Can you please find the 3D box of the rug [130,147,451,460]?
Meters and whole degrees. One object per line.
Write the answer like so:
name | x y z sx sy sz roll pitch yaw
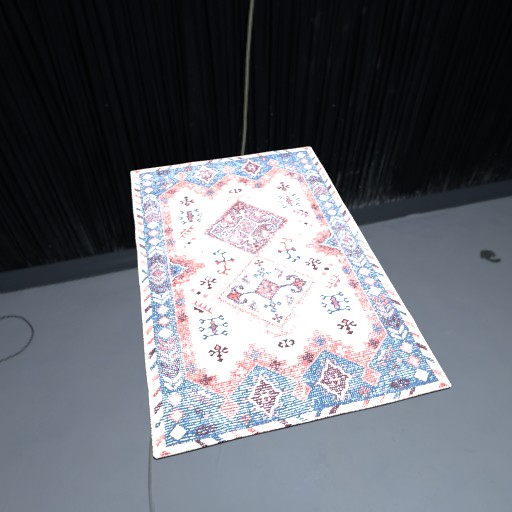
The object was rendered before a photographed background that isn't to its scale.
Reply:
rug | 0.000 0.000 2.338 1.225 0.015 1.840 -10 47 -9
